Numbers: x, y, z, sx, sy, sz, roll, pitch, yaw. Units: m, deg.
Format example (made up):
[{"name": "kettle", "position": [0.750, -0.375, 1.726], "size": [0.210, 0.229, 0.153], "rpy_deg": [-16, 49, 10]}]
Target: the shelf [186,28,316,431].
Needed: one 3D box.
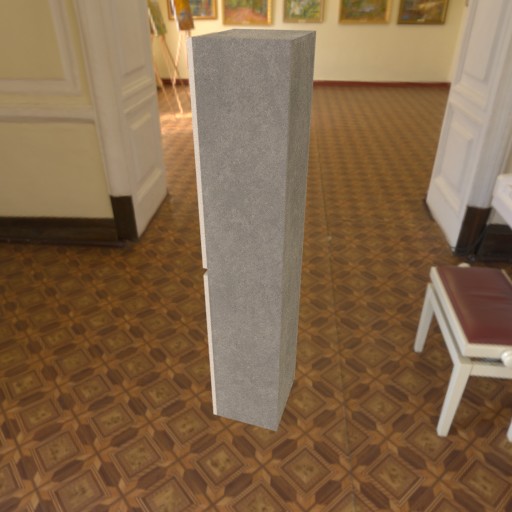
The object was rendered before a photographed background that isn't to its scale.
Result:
[{"name": "shelf", "position": [0.000, 0.000, 1.557], "size": [0.270, 1.400, 0.300], "rpy_deg": [9, 32, 15]}]
